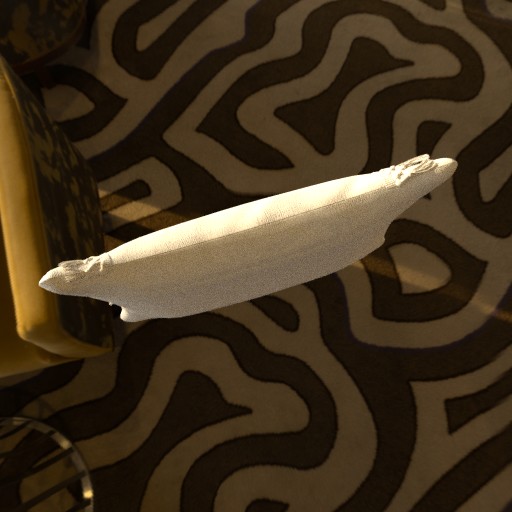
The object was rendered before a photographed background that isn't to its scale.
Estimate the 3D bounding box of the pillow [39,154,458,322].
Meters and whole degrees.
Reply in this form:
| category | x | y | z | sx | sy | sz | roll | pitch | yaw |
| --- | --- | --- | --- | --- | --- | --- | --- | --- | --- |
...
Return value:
| category | x | y | z | sx | sy | sz | roll | pitch | yaw |
| --- | --- | --- | --- | --- | --- | --- | --- | --- | --- |
| pillow | 0.000 | 0.000 | 0.609 | 0.466 | 0.305 | 0.084 | -17 | 76 | -4 |
